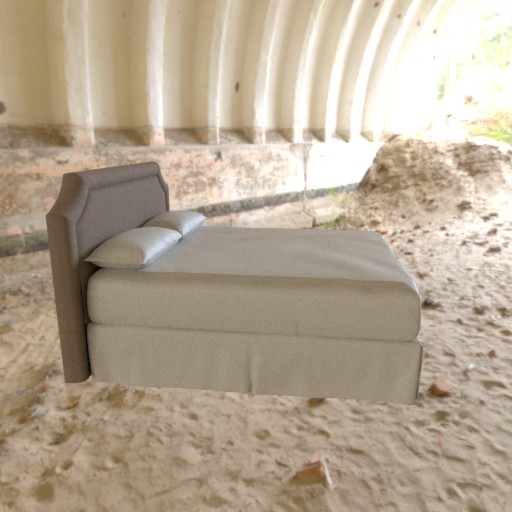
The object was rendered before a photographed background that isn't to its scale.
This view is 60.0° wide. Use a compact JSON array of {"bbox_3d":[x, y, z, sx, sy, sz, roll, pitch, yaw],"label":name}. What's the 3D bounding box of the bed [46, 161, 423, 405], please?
[{"bbox_3d":[0.000,0.000,3.305,2.164,1.303,1.828,2,15,7],"label":"bed"}]
